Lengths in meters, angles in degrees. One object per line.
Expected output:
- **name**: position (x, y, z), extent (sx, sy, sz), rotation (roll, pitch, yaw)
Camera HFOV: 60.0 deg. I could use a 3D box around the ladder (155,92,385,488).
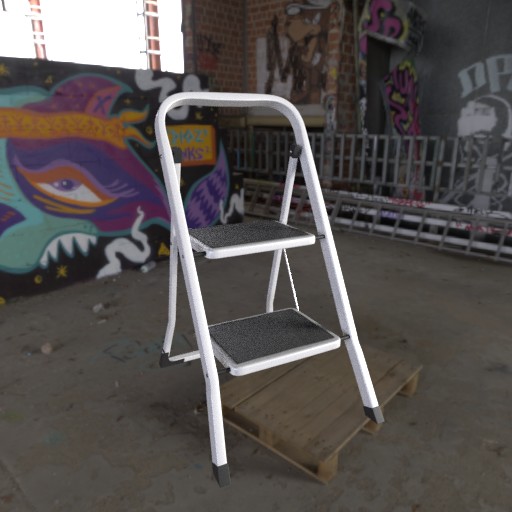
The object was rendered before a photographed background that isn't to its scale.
- **ladder**: position (0.000, 0.000, 1.148), extent (0.460, 0.810, 0.544), rotation (-9, 19, -27)
